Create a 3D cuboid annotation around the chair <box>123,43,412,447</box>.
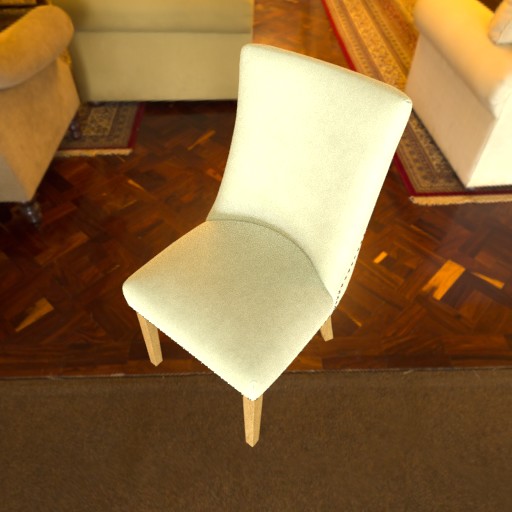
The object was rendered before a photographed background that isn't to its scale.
[{"bbox_3d":[0.000,0.000,1.246,0.495,0.902,0.610,31,54,25],"label":"chair"}]
